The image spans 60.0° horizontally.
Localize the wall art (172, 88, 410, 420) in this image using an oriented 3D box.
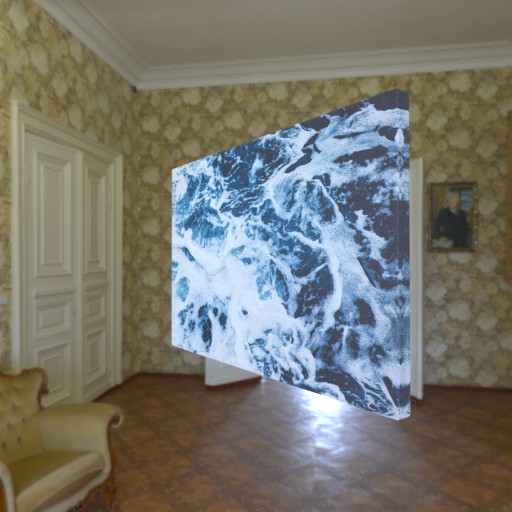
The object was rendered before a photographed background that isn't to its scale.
[{"bbox_3d":[0.000,0.000,1.186,0.042,0.610,0.915,1,-1,-37],"label":"wall art"}]
